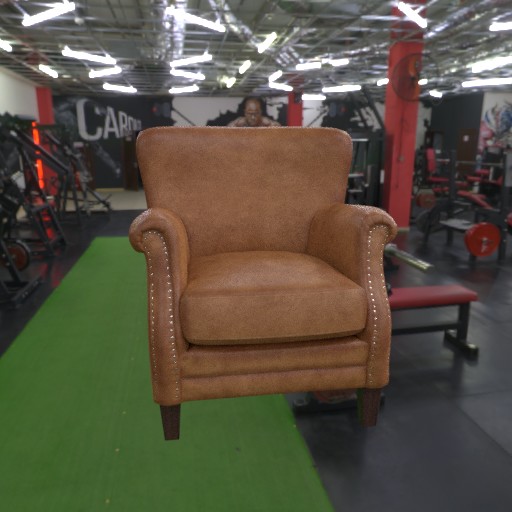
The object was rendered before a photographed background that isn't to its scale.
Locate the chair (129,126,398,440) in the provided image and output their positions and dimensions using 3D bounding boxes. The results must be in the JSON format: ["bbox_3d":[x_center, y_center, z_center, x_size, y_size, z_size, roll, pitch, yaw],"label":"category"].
[{"bbox_3d":[0.000,0.000,1.629,0.861,0.936,0.921,-2,15,-8],"label":"chair"}]
